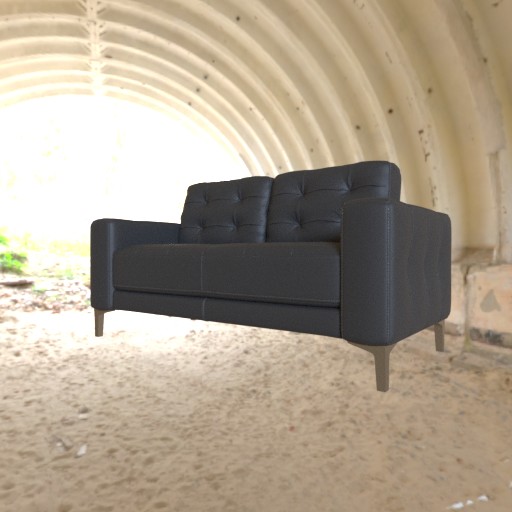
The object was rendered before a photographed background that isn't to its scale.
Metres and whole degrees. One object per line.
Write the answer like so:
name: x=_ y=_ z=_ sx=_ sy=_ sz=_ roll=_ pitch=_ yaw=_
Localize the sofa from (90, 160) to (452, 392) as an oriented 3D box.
sofa: x=0.000 y=0.000 z=2.268 sx=1.726 sy=0.893 sz=0.833 roll=0 pitch=1 yaw=36
